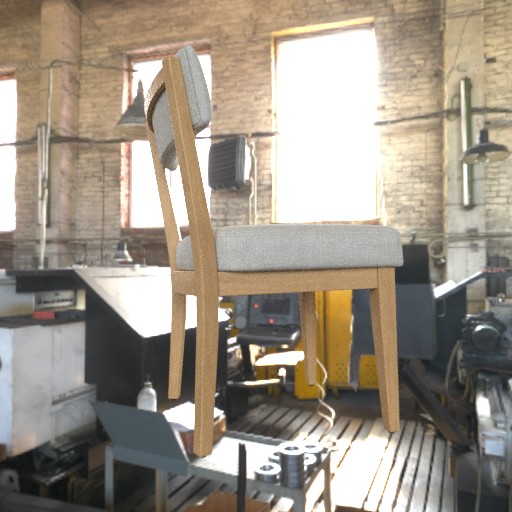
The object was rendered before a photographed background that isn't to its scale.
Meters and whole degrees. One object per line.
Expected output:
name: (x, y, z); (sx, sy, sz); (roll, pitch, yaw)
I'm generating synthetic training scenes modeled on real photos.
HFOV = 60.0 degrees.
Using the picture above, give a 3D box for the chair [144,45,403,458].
chair: (0.000, 0.000, 1.165); (0.572, 0.832, 0.508); (0, -1, -19)
